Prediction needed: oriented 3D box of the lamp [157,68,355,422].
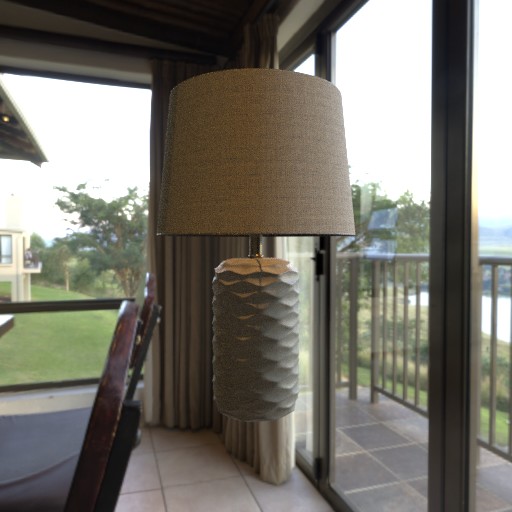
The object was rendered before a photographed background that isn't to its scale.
[{"bbox_3d":[0.000,0.000,0.859,0.376,0.594,0.376,0,2,0],"label":"lamp"}]
